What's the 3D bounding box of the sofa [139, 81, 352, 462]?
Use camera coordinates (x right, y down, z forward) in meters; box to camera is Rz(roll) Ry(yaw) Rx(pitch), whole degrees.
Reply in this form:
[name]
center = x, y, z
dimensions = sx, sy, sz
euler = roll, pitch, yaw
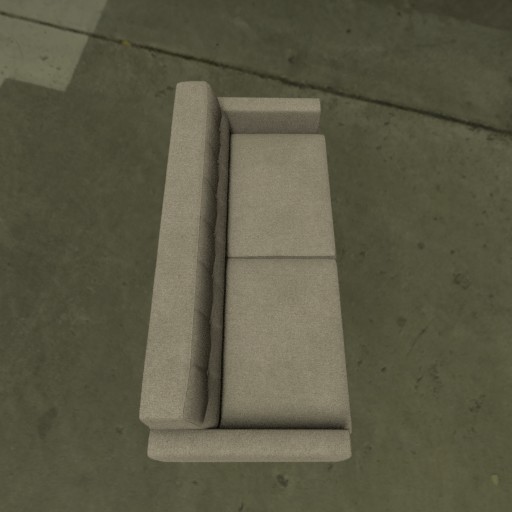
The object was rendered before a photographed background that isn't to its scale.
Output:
[sofa]
center = 0.000, 0.000, 2.419
dimensions = 0.909, 0.841, 2.029
euler = 0, 63, 0
